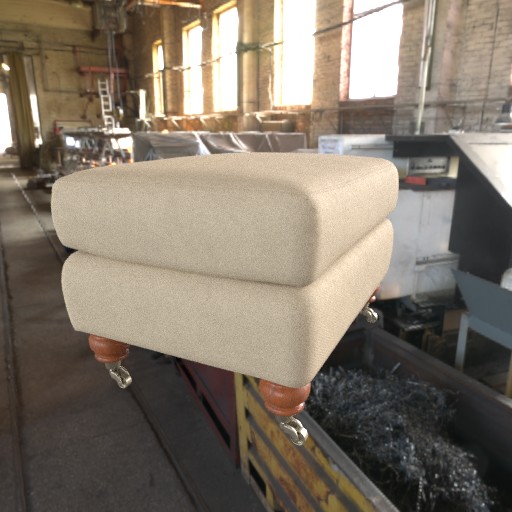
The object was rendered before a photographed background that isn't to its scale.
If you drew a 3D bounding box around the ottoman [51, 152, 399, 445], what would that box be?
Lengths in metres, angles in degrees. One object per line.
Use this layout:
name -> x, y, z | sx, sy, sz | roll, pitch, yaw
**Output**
ottoman -> 0.000, 0.000, 1.126 | 0.569, 0.504, 0.773 | 8, 17, 26
